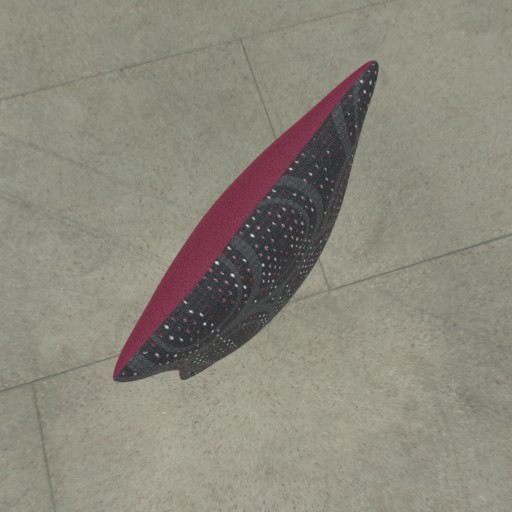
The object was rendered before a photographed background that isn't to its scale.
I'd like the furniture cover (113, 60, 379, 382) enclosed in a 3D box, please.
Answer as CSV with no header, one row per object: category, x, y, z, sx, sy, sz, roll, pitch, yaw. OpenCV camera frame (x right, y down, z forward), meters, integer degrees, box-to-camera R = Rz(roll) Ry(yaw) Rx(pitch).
furniture cover,0.000,0.000,0.809,0.193,0.509,0.552,37,78,9
